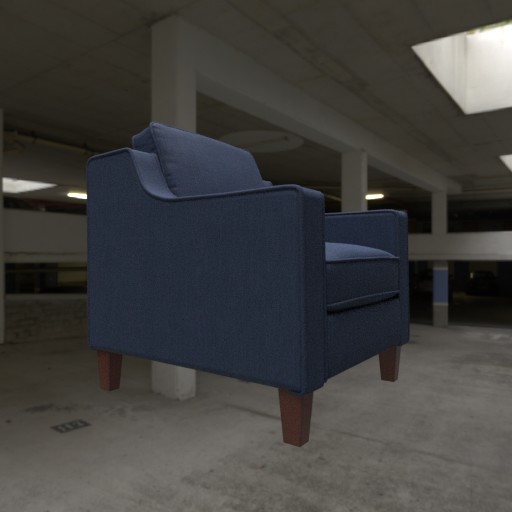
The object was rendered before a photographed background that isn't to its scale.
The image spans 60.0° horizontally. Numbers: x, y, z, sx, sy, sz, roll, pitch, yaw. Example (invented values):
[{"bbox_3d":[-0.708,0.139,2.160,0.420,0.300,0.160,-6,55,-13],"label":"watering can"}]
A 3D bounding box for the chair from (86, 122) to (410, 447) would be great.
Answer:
[{"bbox_3d":[0.000,0.000,1.654,0.909,0.960,0.831,0,0,36],"label":"chair"}]
